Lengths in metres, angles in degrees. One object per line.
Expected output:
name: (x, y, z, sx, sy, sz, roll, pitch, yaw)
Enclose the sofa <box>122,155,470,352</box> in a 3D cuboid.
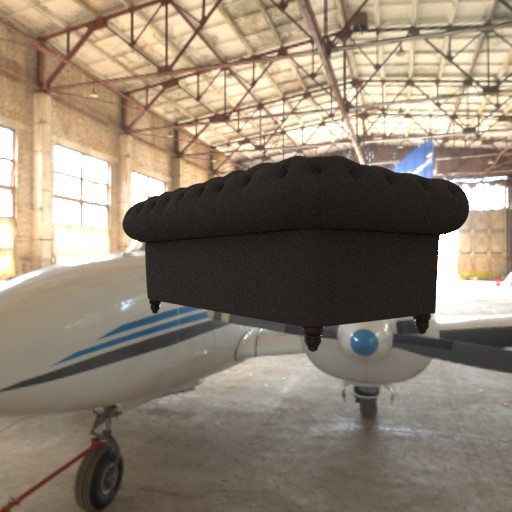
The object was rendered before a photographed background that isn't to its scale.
sofa: (0.000, 0.000, 2.523, 0.986, 0.764, 1.998, 1, -1, -36)
